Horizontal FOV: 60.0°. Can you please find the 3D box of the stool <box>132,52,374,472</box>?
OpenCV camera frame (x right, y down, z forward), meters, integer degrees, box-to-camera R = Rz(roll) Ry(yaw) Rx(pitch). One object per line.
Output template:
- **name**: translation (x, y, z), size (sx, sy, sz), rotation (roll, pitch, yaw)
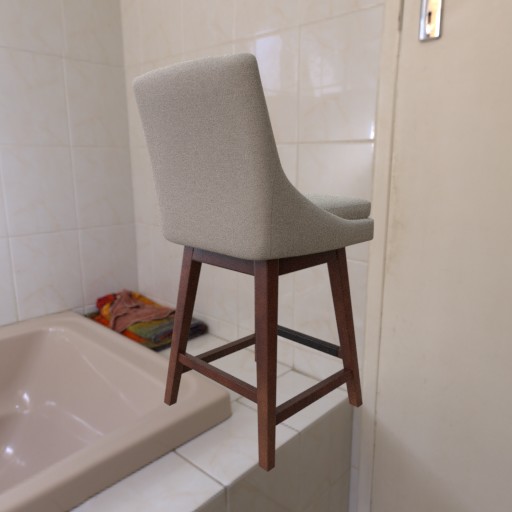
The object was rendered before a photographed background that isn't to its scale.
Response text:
- **stool**: translation (0.000, 0.000, 1.309), size (0.469, 0.991, 0.559), rotation (12, 17, 44)
